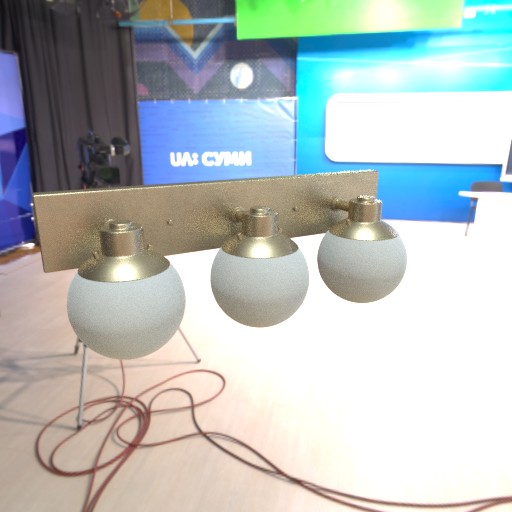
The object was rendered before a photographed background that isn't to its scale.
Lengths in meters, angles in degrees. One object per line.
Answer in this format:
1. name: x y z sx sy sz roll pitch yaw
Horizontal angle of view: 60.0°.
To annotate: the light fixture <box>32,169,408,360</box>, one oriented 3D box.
1. light fixture: 0.000 0.000 0.837 0.721 0.263 0.218 -9 20 -26
